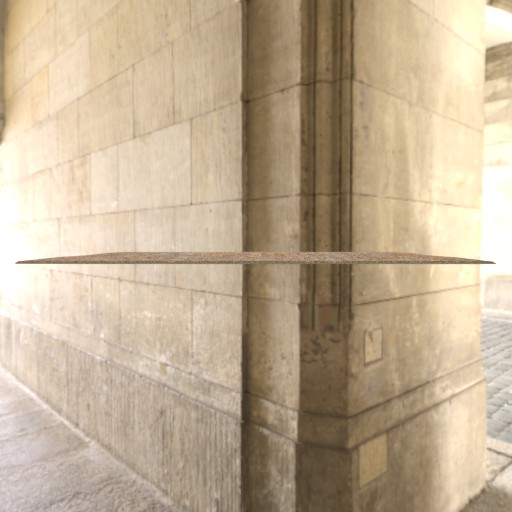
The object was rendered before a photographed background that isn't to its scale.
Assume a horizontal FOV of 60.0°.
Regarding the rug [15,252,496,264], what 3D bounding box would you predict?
[{"bbox_3d":[0.000,0.000,3.890,3.063,0.024,2.158,0,2,1],"label":"rug"}]
